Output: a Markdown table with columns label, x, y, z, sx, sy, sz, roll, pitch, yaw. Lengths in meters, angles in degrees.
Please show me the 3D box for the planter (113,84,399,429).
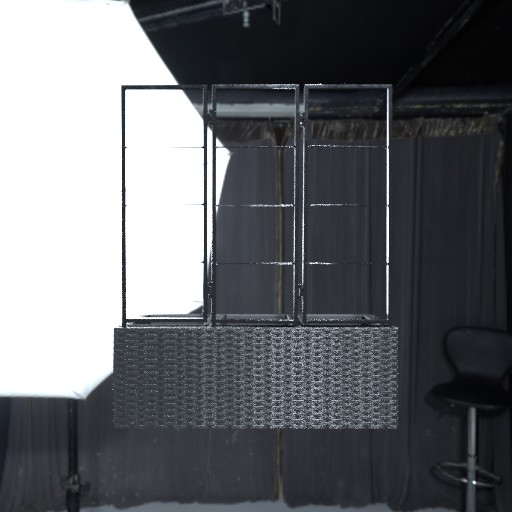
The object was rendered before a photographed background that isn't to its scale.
| label | x | y | z | sx | sy | sz | roll | pitch | yaw |
| --- | --- | --- | --- | --- | --- | --- | --- | --- | --- |
| planter | 0.000 | 0.000 | 1.196 | 0.698 | 0.841 | 0.244 | 0 | 0 | 0 |
